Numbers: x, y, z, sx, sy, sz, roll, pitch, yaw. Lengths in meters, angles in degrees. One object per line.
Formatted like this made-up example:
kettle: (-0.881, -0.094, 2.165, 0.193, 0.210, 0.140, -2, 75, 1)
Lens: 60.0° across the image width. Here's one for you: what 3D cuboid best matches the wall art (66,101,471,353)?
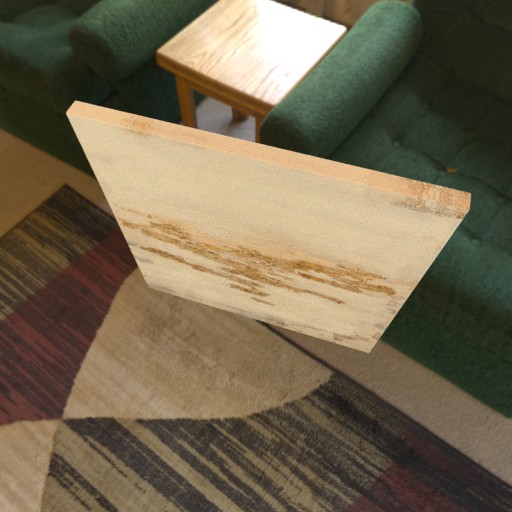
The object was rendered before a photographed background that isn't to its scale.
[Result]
wall art: (0.000, 0.000, 1.125, 0.753, 0.755, 0.038, 15, 61, 9)
